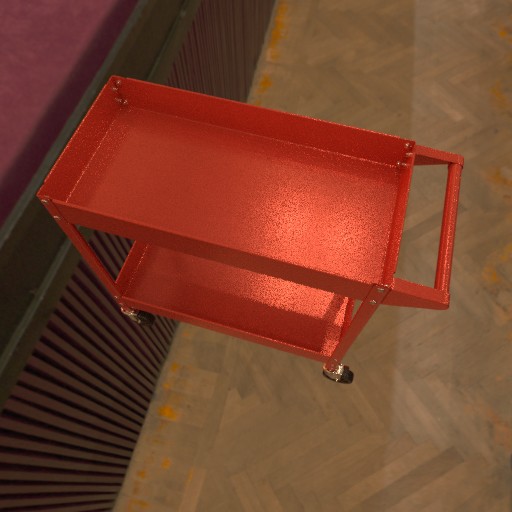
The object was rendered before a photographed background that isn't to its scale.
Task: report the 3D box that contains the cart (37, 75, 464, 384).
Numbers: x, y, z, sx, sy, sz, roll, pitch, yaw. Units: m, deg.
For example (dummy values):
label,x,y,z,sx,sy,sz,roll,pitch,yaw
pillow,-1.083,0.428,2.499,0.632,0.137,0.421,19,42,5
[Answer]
label,x,y,z,sx,sy,sz,roll,pitch,yaw
cart,0.000,0.000,1.173,0.779,0.719,0.366,15,64,7
